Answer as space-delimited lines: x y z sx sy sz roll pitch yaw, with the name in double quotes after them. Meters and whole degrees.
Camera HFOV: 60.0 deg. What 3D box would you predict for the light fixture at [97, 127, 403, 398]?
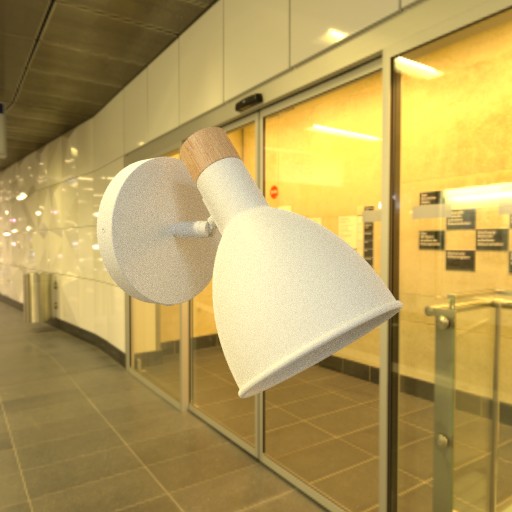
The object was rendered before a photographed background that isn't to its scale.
0.000 0.000 0.327 0.209 0.199 0.127 1 2 36 "light fixture"
